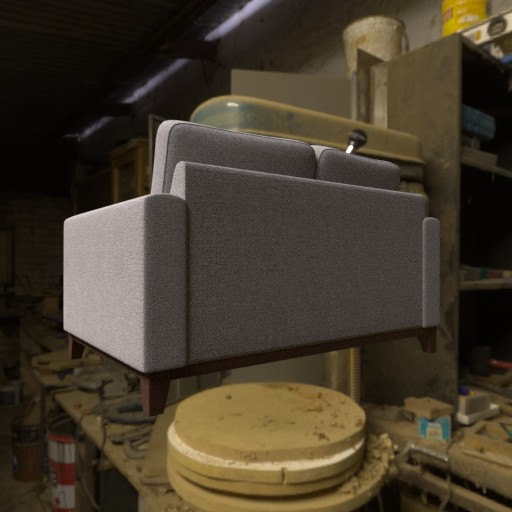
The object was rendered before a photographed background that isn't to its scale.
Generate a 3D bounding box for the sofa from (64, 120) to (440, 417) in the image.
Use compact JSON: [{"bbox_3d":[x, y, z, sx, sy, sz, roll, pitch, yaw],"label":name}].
[{"bbox_3d":[0.000,0.000,1.962,1.420,0.873,0.917,0,0,-36],"label":"sofa"}]
